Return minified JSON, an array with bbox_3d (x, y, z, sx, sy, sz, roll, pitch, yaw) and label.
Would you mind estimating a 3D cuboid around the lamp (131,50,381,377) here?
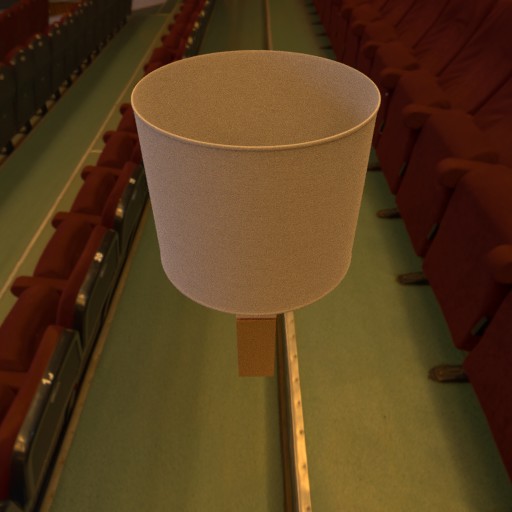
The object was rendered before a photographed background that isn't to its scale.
[{"bbox_3d":[0.000,0.000,0.552,0.229,0.417,0.229,0,42,0],"label":"lamp"}]
